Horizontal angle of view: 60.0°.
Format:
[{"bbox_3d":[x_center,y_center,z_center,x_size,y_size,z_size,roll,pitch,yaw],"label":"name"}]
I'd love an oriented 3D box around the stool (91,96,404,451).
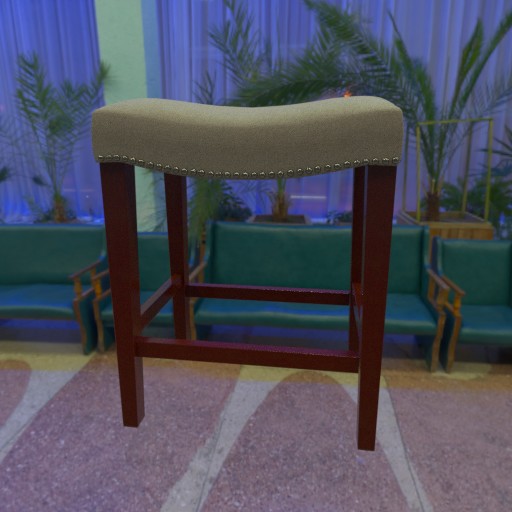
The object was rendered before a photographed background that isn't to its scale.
[{"bbox_3d":[0.000,0.000,0.943,0.509,0.632,0.375,2,16,8],"label":"stool"}]
